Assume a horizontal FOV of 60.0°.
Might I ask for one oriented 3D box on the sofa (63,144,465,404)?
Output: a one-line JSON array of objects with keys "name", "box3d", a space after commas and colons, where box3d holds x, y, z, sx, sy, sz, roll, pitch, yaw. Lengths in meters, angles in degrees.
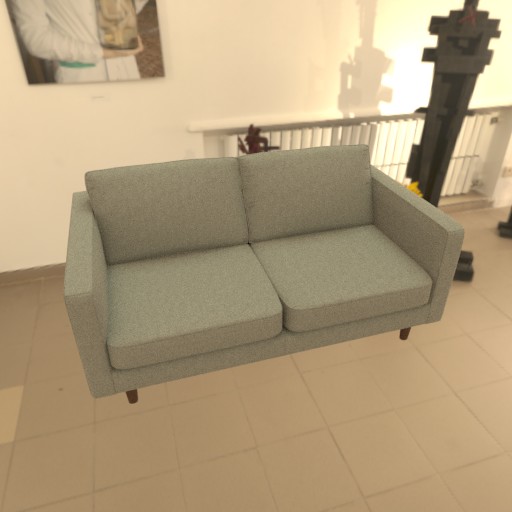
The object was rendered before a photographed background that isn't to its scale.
[{"name": "sofa", "box3d": [0.000, 0.000, 2.303, 1.731, 0.900, 1.000, -9, 33, -15]}]
